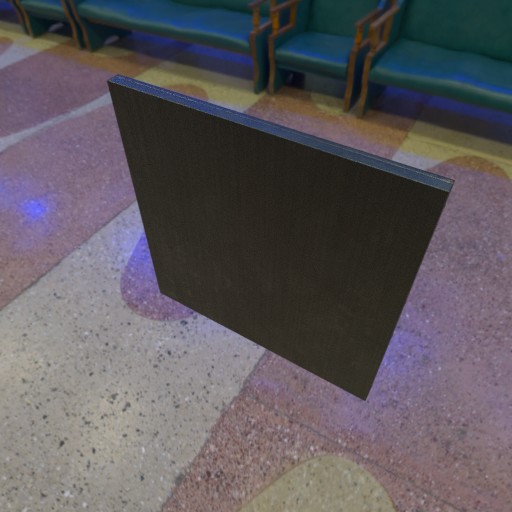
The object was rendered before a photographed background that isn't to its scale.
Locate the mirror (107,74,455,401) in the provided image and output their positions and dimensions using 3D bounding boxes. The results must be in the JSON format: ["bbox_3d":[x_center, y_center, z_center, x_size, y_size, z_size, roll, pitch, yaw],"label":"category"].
[{"bbox_3d":[0.000,0.000,0.573,0.382,0.381,0.020,24,51,21],"label":"mirror"}]
